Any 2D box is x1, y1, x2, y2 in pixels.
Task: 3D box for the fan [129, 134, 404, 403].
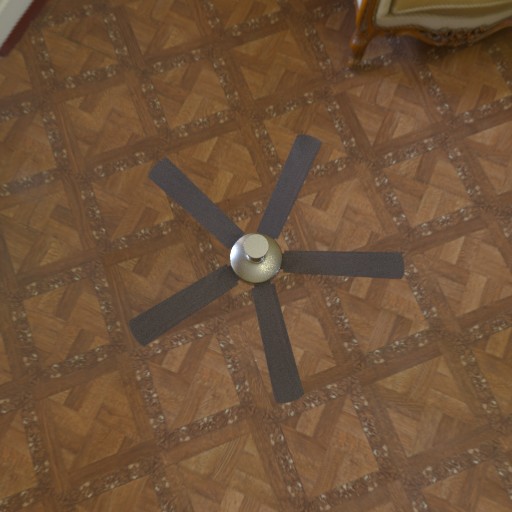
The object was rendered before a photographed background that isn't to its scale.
[{"bbox_3d":[0.000,0.000,2.042,1.321,0.356,1.321,-22,78,-5],"label":"fan"}]
